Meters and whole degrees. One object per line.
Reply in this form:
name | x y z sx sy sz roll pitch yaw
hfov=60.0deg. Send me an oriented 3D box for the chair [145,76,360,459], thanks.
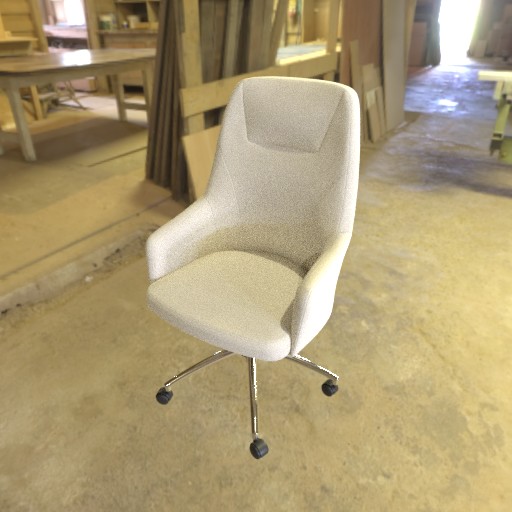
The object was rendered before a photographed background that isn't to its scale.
chair | 0.000 0.000 1.470 0.620 1.049 0.640 18 34 29
